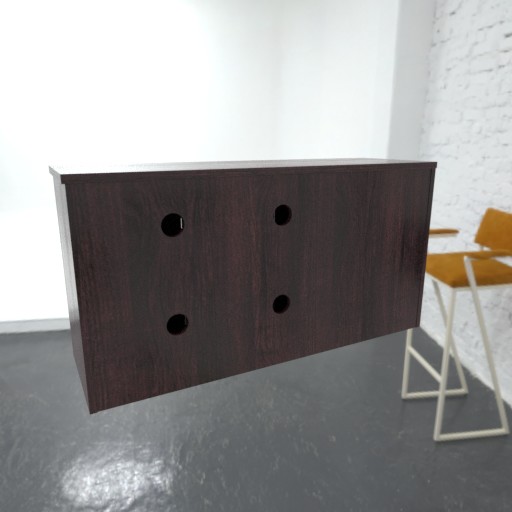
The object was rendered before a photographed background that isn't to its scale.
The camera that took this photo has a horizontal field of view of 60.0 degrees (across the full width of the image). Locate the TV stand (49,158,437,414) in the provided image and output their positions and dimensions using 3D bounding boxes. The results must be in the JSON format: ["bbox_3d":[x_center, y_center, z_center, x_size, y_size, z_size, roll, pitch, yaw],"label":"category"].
[{"bbox_3d":[0.000,0.000,1.499,1.192,0.614,0.404,-8,17,-27],"label":"TV stand"}]
